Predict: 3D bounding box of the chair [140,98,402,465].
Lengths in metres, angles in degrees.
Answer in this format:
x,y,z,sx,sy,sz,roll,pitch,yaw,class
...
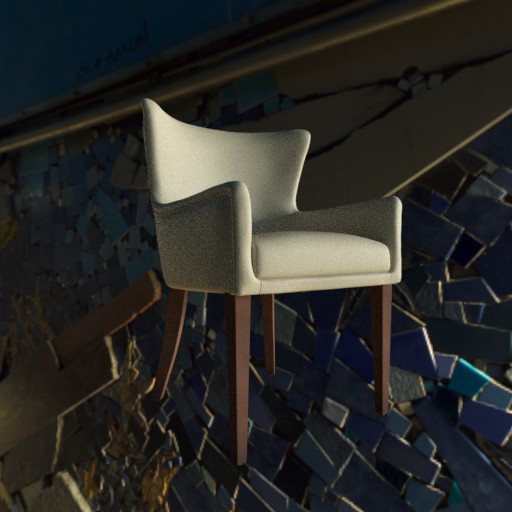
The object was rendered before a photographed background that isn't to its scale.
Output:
x,y,z,sx,sy,sz,roll,pitch,yaw,class
0.000,0.000,1.407,0.660,0.952,0.686,-1,2,-36,chair
